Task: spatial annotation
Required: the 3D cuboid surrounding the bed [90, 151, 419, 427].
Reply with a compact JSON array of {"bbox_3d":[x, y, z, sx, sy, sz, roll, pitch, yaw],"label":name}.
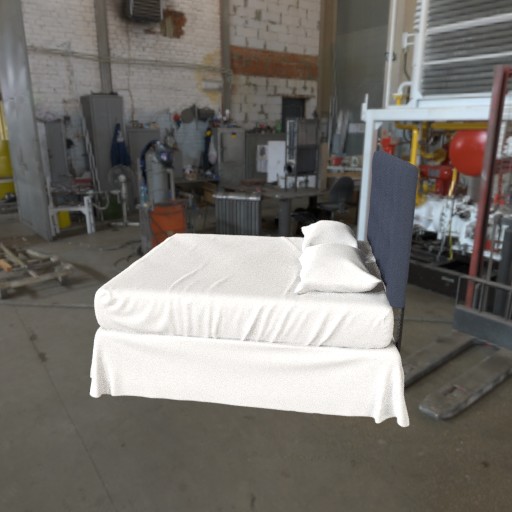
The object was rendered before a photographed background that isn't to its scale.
[{"bbox_3d":[0.000,0.000,3.543,2.222,1.577,1.936,3,17,8],"label":"bed"}]
